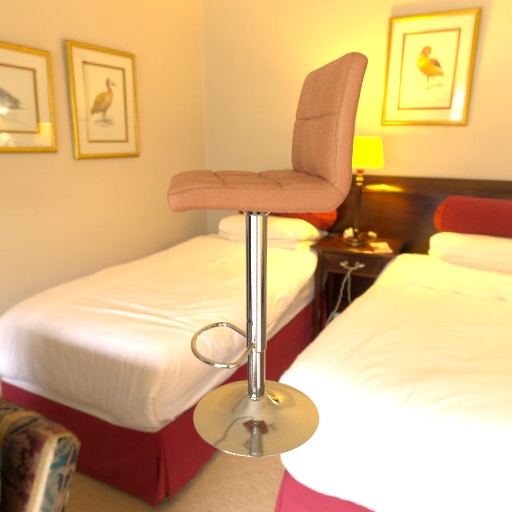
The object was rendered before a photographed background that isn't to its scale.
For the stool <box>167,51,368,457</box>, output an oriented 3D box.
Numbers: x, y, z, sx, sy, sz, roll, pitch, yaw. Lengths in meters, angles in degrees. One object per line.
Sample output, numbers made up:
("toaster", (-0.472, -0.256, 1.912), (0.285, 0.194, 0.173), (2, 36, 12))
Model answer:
("stool", (0.000, 0.000, 1.360), (0.505, 1.115, 0.430), (-2, 15, -9))
